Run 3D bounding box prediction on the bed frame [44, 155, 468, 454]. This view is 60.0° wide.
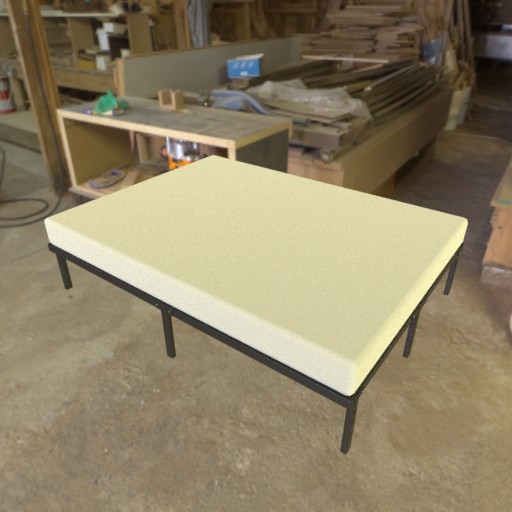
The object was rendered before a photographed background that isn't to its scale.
[{"bbox_3d":[0.000,0.000,3.551,2.635,0.680,1.990,21,36,31],"label":"bed frame"}]
